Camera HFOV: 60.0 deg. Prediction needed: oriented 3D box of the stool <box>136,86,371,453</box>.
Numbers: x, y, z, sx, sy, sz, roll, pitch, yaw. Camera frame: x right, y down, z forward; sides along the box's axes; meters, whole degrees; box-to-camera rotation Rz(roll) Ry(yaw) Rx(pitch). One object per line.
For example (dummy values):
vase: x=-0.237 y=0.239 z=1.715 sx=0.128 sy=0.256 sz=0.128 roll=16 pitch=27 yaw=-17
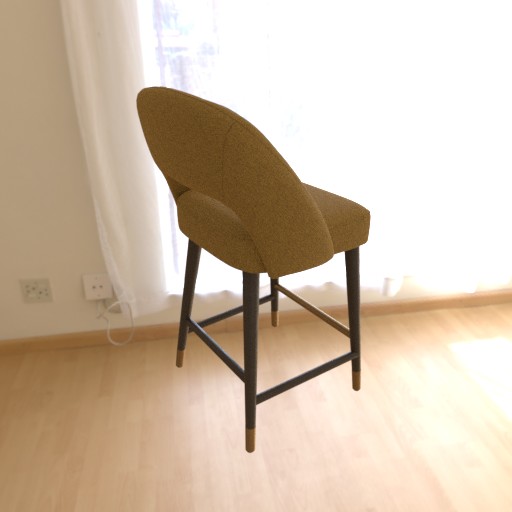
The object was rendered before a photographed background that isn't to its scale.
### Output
stool: x=0.000 y=0.000 z=1.281 sx=0.522 sy=0.939 sz=0.536 roll=-17 pitch=31 yaw=-31
